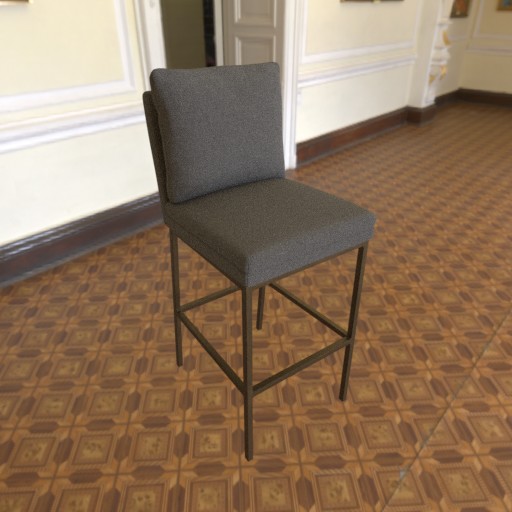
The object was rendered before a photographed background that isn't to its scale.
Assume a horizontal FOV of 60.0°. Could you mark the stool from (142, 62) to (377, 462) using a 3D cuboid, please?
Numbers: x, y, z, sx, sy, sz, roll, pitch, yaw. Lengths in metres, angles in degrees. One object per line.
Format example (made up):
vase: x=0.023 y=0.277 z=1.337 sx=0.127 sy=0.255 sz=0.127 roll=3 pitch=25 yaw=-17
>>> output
stool: x=0.000 y=0.000 z=1.448 sx=0.463 sy=1.132 sz=0.569 roll=-20 pitch=35 yaw=-30
